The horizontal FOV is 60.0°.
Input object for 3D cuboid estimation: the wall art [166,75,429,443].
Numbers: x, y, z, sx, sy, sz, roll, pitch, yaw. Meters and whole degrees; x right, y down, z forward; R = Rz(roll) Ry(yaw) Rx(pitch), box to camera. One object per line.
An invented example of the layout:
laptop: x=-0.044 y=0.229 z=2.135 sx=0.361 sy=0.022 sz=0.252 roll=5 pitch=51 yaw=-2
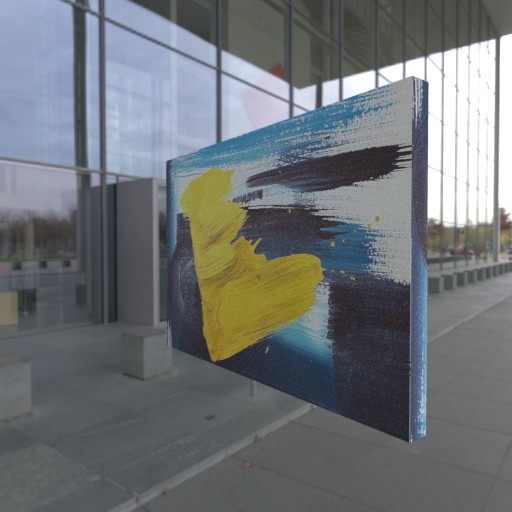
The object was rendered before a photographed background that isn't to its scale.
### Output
wall art: x=0.000 y=0.000 z=0.741 sx=0.033 sy=0.406 sz=0.609 roll=-1 pitch=2 yaw=-37
